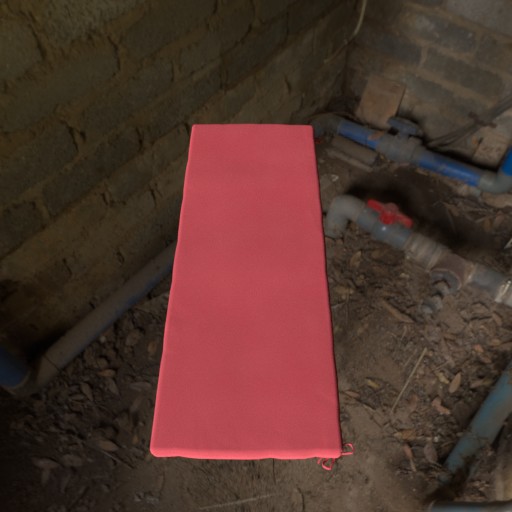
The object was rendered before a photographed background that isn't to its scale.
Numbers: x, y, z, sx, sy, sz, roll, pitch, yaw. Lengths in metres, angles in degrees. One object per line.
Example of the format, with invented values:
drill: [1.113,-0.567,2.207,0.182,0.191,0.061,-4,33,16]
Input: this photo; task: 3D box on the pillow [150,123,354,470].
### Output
pillow: [0.000,0.000,1.364,0.492,0.081,1.187,0,57,0]
